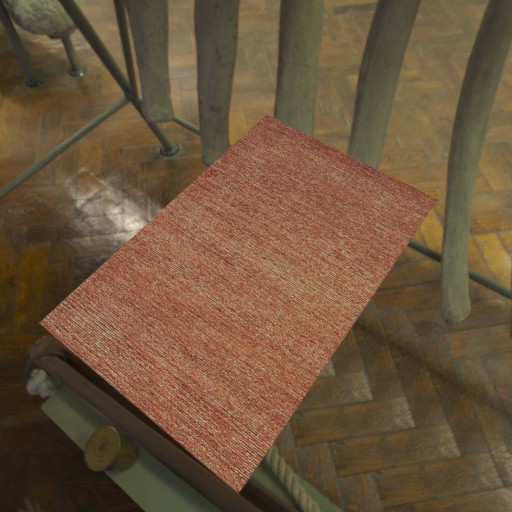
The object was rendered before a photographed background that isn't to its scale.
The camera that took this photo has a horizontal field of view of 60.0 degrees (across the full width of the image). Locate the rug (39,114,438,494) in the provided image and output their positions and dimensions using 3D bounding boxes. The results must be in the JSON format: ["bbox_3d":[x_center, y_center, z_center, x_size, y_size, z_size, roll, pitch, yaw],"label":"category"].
[{"bbox_3d":[0.000,0.000,2.188,1.139,0.011,1.747,32,63,19],"label":"rug"}]
